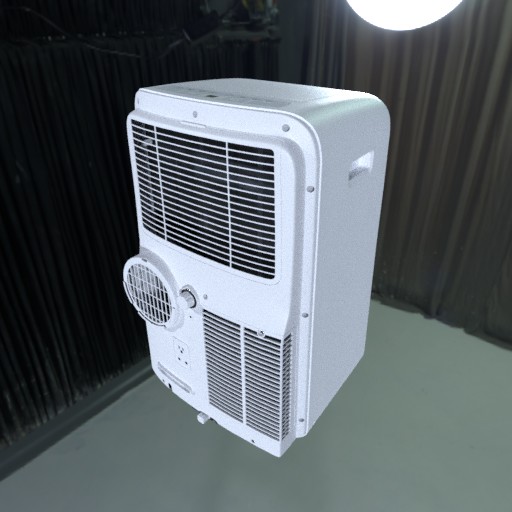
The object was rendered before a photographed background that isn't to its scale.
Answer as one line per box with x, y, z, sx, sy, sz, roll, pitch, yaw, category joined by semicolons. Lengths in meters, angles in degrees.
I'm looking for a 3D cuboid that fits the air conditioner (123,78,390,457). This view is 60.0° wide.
0.000;0.000;1.058;0.478;0.765;0.467;21;36;32;air conditioner
